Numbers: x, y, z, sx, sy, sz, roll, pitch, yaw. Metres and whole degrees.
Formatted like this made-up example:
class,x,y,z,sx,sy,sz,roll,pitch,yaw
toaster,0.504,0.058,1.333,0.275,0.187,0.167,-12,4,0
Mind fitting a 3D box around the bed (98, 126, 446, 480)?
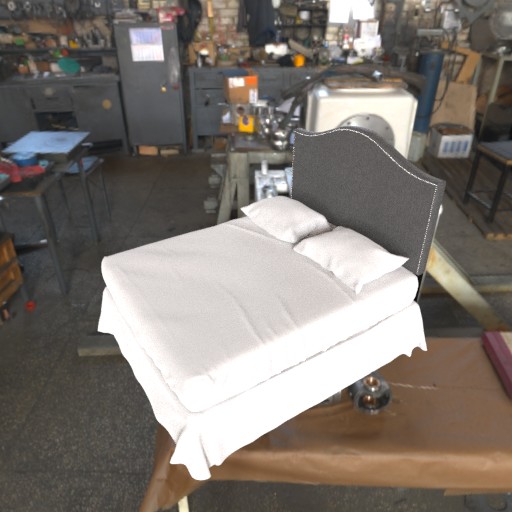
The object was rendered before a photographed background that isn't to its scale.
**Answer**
class,x,y,z,sx,sy,sz,roll,pitch,yaw
bed,0.000,0.000,3.382,2.221,1.645,1.876,-19,36,-28
